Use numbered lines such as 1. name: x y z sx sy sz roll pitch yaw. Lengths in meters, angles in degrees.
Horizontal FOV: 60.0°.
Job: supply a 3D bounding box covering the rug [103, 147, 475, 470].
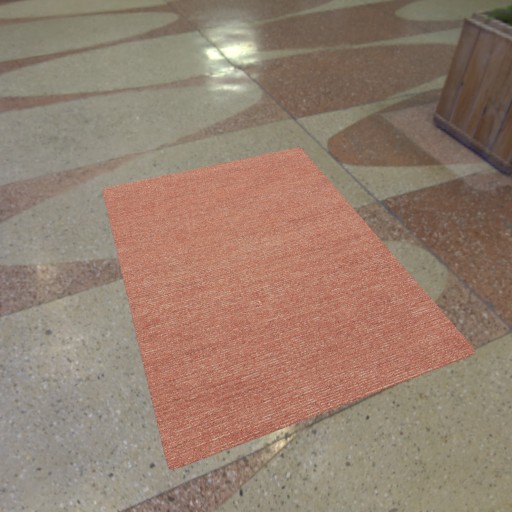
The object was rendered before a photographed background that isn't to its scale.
1. rug: 0.000 0.000 2.739 1.594 0.009 2.112 -15 47 -15
